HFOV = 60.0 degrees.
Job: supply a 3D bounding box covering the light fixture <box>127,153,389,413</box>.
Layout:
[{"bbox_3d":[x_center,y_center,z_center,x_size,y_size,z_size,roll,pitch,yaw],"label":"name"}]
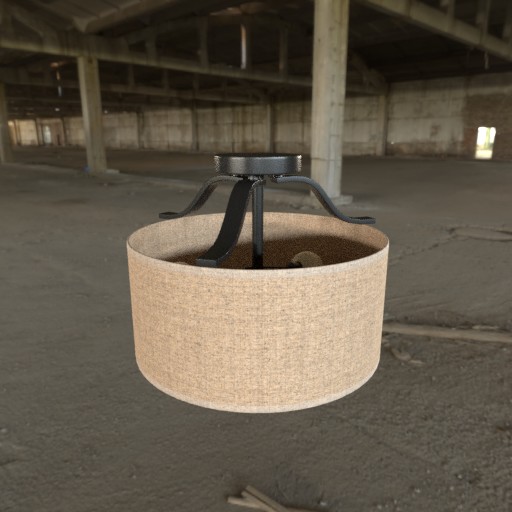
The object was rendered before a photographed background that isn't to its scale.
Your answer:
[{"bbox_3d":[0.000,0.000,0.683,0.390,0.306,0.390,0,15,0],"label":"light fixture"}]
